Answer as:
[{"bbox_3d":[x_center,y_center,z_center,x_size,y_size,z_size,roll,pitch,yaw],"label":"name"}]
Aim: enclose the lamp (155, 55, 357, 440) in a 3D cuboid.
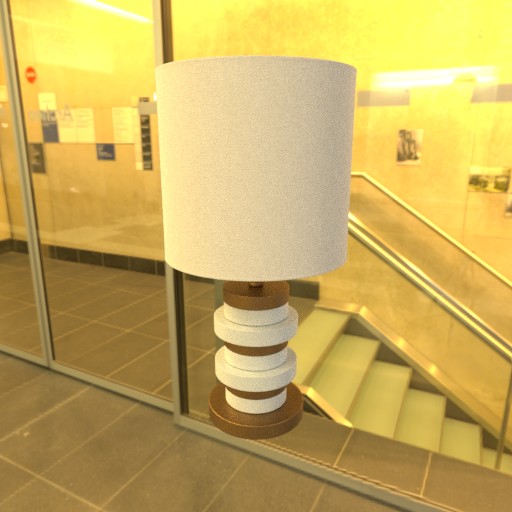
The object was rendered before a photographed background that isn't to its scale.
[{"bbox_3d":[0.000,0.000,0.521,0.210,0.410,0.210,2,15,8],"label":"lamp"}]
